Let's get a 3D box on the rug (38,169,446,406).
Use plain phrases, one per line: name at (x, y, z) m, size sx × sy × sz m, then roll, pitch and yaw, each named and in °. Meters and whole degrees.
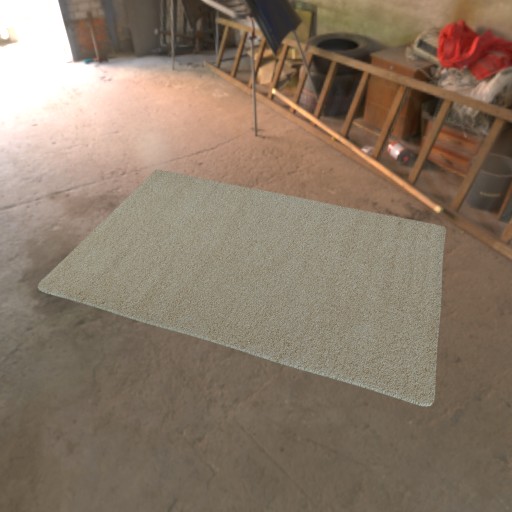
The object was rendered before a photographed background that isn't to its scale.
rug at (0.000, 0.000, 2.947) m, size 2.349 × 0.026 × 1.500 m, roll 13°, pitch 43°, yaw 15°
